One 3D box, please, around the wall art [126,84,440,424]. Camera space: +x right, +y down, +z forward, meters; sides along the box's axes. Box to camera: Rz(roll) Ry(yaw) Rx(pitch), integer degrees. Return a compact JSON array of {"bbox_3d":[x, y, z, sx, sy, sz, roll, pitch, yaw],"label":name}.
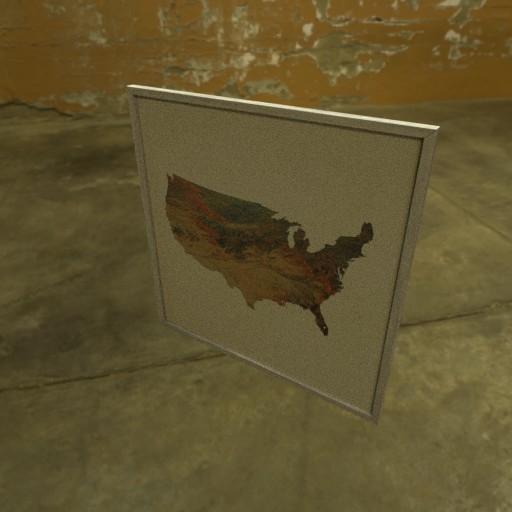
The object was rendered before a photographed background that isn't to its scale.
[{"bbox_3d":[0.000,0.000,0.760,0.508,0.507,0.016,18,35,28],"label":"wall art"}]
